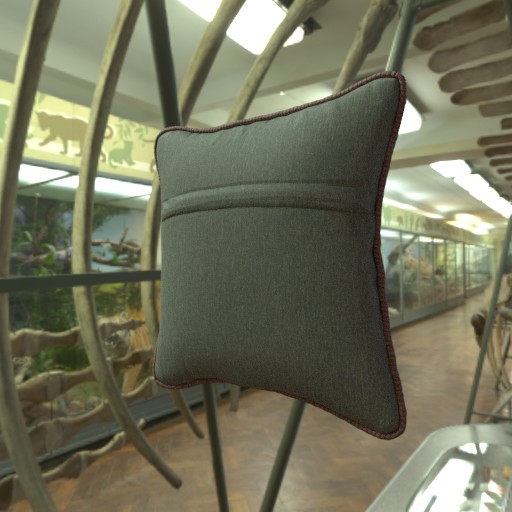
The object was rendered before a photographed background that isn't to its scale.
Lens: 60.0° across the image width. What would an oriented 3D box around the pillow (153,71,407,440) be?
[{"bbox_3d":[0.000,0.000,0.714,0.482,0.491,0.124,-1,-1,36],"label":"pillow"}]
